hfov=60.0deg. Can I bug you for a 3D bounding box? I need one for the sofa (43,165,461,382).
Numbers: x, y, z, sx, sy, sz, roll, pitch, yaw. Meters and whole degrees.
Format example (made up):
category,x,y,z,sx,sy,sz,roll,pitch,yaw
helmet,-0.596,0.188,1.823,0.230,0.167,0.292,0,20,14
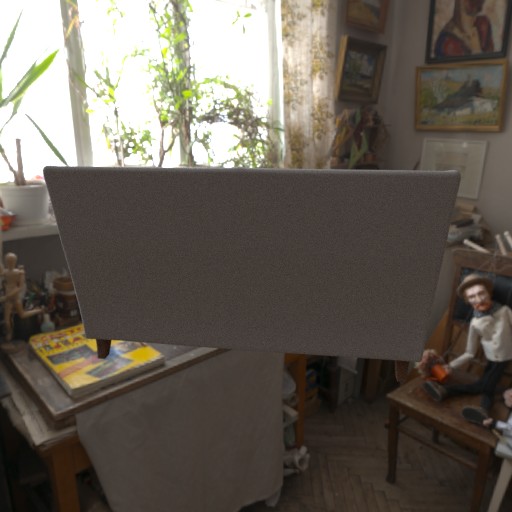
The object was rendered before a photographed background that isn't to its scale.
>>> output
category,x,y,z,sx,sy,sz,roll,pitch,yaw
sofa,0.000,0.000,2.074,1.482,0.890,0.888,2,16,8
